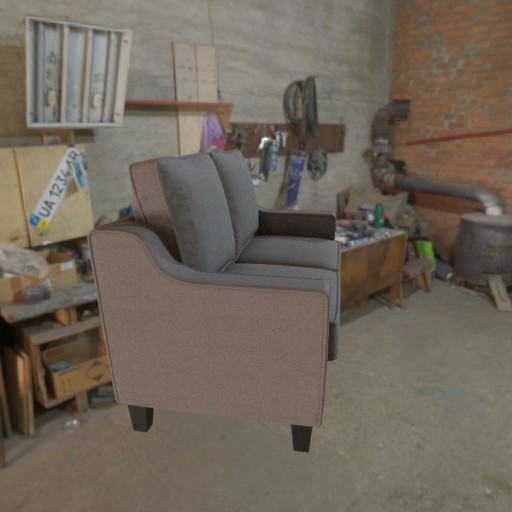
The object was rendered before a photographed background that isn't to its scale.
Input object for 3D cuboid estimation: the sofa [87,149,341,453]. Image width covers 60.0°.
[{"bbox_3d":[0.000,0.000,2.072,0.791,0.948,1.500,3,15,10],"label":"sofa"}]
